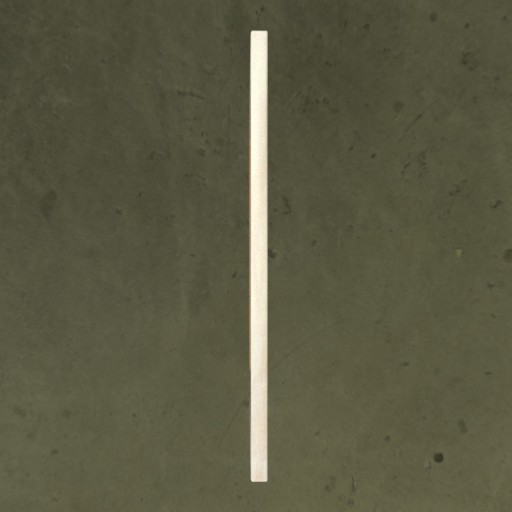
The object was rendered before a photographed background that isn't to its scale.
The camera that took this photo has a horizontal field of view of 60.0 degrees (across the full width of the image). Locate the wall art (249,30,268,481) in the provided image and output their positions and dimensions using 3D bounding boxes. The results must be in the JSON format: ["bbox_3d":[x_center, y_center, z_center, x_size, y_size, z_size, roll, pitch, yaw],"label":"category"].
[{"bbox_3d":[0.000,0.000,1.376,0.038,0.763,1.015,0,90,-1],"label":"wall art"}]
